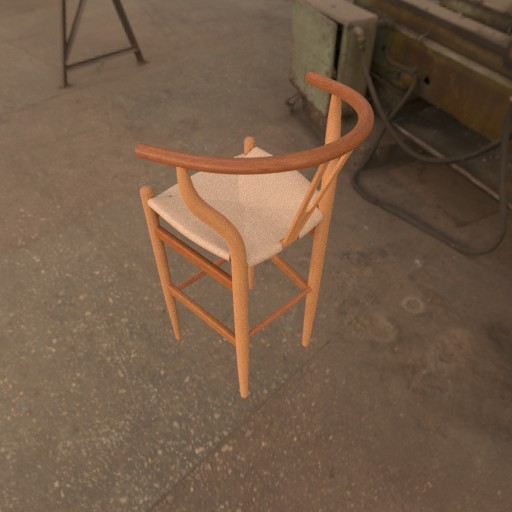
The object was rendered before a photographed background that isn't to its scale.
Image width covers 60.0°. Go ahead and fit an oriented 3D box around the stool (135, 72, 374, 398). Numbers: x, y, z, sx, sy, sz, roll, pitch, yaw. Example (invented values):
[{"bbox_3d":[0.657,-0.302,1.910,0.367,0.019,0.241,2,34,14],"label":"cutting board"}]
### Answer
[{"bbox_3d":[0.000,0.000,1.391,0.574,1.068,0.561,-33,54,-28],"label":"stool"}]
